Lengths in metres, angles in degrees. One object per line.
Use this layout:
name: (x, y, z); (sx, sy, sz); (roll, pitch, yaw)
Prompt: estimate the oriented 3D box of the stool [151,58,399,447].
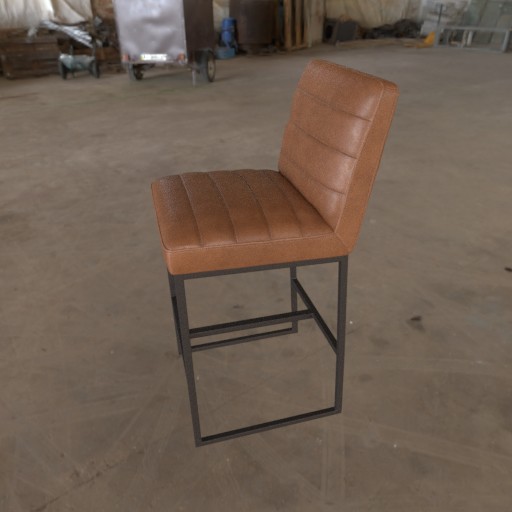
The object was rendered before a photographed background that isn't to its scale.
stool: (0.000, 0.000, 1.333); (0.556, 1.040, 0.458); (-8, 32, -13)
